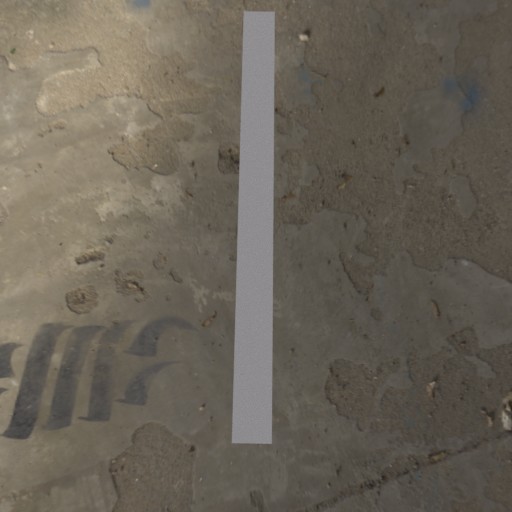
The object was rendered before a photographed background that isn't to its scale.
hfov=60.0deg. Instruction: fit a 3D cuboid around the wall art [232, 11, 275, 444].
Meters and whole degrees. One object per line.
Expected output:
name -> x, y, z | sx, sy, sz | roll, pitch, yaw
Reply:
wall art -> 0.000, 0.000, 0.519 | 0.027, 0.355, 0.355 | 1, 76, 0
